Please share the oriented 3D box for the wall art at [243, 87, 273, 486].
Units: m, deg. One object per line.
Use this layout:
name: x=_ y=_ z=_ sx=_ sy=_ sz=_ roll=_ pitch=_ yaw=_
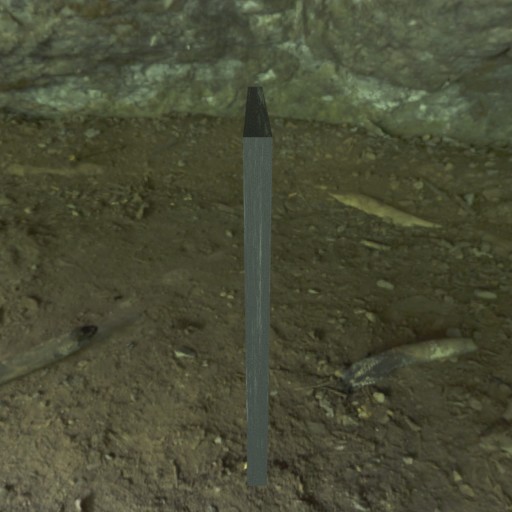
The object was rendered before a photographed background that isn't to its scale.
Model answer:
wall art: x=0.000 y=0.000 z=1.156 sx=0.043 sy=0.758 sz=0.762 roll=0 pitch=26 yaw=0
